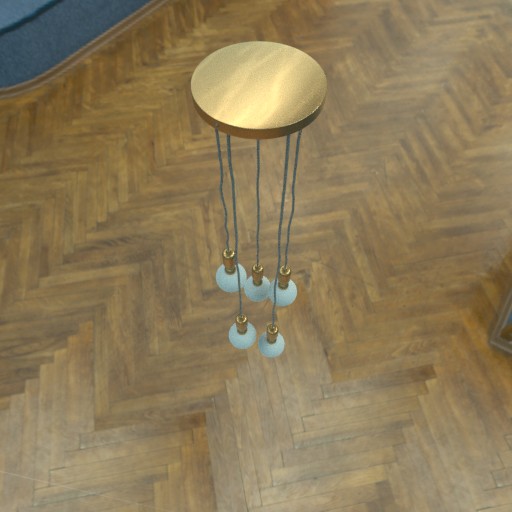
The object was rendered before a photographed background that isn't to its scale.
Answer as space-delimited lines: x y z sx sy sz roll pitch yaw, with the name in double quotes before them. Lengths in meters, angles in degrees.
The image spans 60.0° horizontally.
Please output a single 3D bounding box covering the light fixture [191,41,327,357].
"light fixture" 0.000 0.000 0.505 0.108 0.457 0.105 32 63 18
